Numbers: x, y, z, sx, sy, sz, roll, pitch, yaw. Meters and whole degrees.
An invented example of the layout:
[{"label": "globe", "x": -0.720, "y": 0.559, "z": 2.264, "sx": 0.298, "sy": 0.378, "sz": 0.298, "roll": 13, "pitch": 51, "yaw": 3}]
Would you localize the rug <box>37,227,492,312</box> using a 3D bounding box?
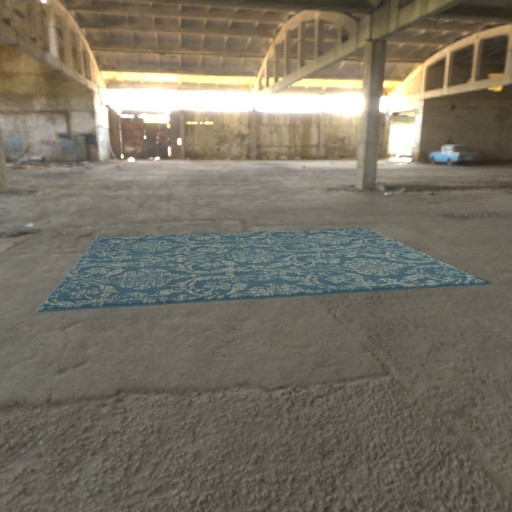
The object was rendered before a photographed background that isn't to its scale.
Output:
[{"label": "rug", "x": 0.000, "y": 0.000, "z": 2.842, "sx": 2.205, "sy": 0.012, "sz": 1.554, "roll": -3, "pitch": 15, "yaw": -10}]
